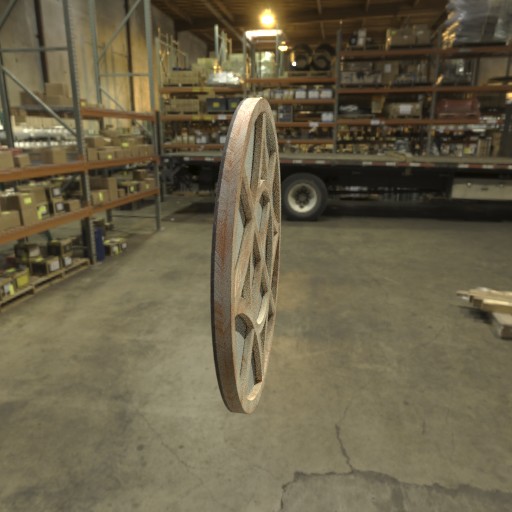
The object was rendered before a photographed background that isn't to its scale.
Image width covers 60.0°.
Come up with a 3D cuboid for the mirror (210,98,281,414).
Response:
[{"bbox_3d":[0.000,0.000,1.058,0.038,0.710,0.710,3,16,9],"label":"mirror"}]
